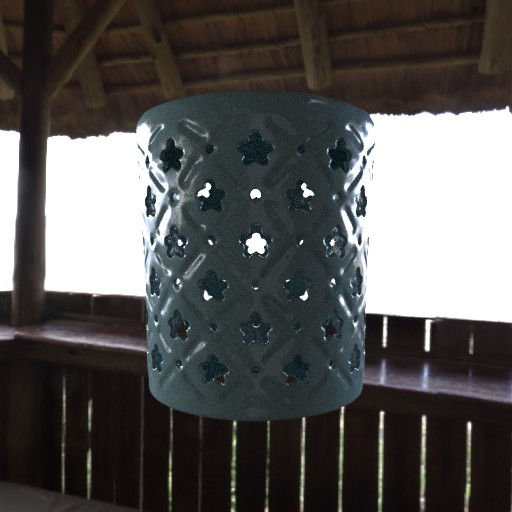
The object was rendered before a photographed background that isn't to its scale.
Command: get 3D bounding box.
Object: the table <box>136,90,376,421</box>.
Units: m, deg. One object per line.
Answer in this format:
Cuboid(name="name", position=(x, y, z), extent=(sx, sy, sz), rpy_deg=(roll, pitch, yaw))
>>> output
Cuboid(name="table", position=(0.000, 0.000, 0.672), extent=(0.352, 0.387, 0.352), rpy_deg=(0, 1, 0))
